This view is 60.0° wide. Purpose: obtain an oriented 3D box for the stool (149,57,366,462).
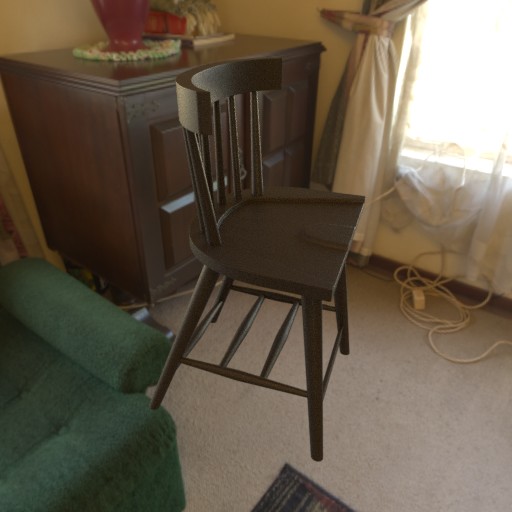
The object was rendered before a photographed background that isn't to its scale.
[{"bbox_3d":[0.000,0.000,1.228,0.549,0.953,0.494,11,33,17],"label":"stool"}]
